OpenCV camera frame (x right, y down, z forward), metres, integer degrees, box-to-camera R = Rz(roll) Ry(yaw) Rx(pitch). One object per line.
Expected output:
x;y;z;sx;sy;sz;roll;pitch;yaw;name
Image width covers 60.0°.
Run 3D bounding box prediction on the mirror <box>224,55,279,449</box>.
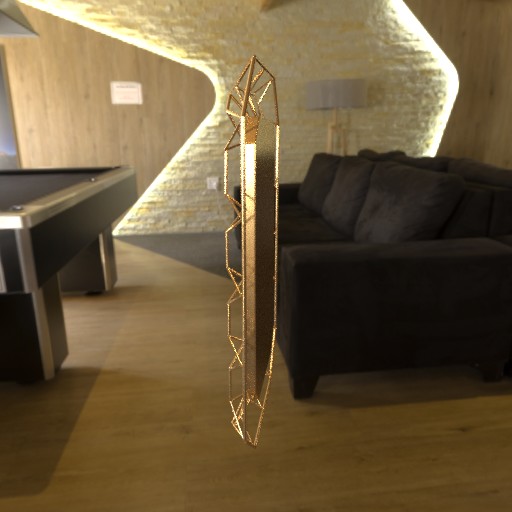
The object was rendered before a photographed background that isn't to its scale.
0.000;0.000;1.099;0.051;0.870;0.572;2;16;8;mirror
